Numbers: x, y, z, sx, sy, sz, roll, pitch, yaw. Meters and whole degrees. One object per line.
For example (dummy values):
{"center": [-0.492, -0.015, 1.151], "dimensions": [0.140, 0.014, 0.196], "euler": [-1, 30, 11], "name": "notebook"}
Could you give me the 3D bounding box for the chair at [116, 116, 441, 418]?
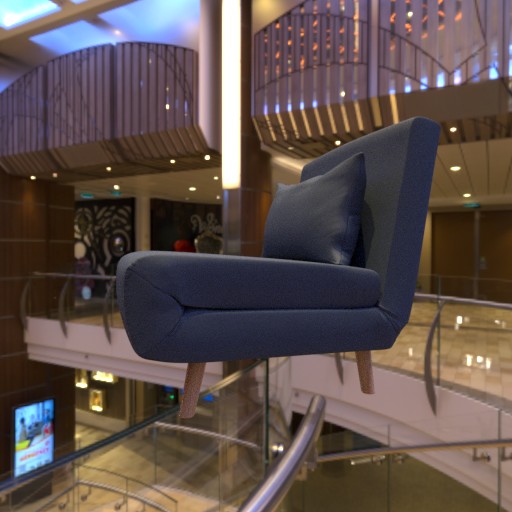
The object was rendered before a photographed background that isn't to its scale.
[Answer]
{"center": [0.000, 0.000, 1.497], "dimensions": [0.900, 0.808, 0.770], "euler": [0, 1, -18], "name": "chair"}
